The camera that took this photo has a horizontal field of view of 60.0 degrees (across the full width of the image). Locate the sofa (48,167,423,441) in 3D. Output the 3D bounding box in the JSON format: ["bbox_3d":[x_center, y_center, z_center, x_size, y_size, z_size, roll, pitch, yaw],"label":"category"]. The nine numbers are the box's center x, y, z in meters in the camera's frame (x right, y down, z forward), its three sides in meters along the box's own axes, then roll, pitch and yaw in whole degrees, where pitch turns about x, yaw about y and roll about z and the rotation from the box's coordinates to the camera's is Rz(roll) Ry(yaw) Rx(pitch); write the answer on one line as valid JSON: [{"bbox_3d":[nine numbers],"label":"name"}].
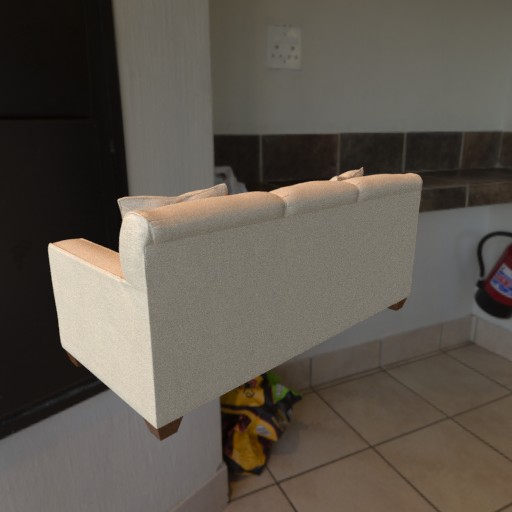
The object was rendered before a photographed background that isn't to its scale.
[{"bbox_3d":[0.000,0.000,2.581,2.024,0.958,0.997,-15,22,-42],"label":"sofa"}]
